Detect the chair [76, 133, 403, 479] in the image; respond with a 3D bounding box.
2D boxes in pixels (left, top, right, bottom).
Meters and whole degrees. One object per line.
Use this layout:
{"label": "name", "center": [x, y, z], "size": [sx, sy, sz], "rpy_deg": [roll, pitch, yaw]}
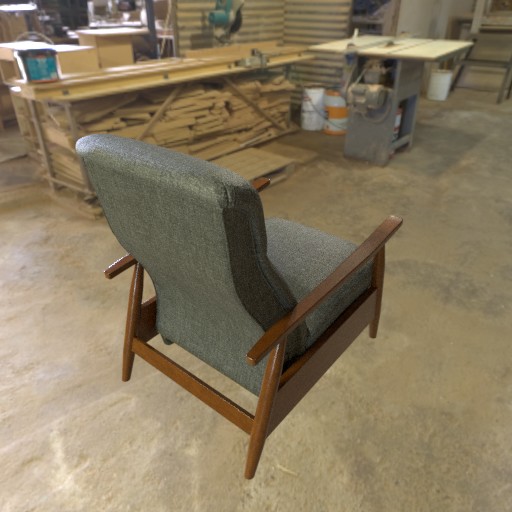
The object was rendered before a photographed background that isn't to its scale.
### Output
{"label": "chair", "center": [0.000, 0.000, 1.763], "size": [0.762, 1.082, 1.030], "rpy_deg": [23, 38, 33]}
